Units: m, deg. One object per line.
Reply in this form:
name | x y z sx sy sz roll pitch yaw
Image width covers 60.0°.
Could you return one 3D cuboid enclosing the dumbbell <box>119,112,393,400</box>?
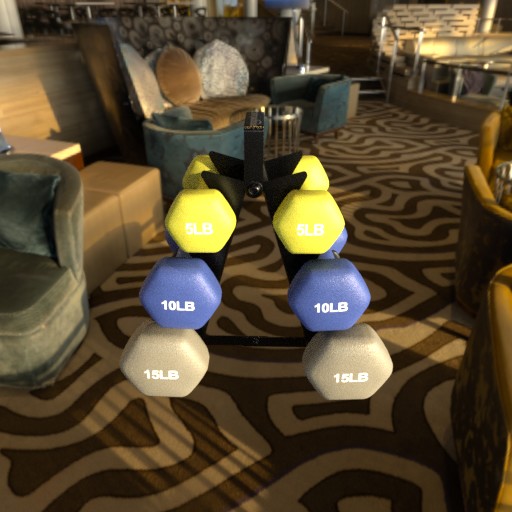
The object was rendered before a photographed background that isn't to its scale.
dumbbell | 0.000 0.000 0.701 0.416 0.426 0.261 1 30 1
